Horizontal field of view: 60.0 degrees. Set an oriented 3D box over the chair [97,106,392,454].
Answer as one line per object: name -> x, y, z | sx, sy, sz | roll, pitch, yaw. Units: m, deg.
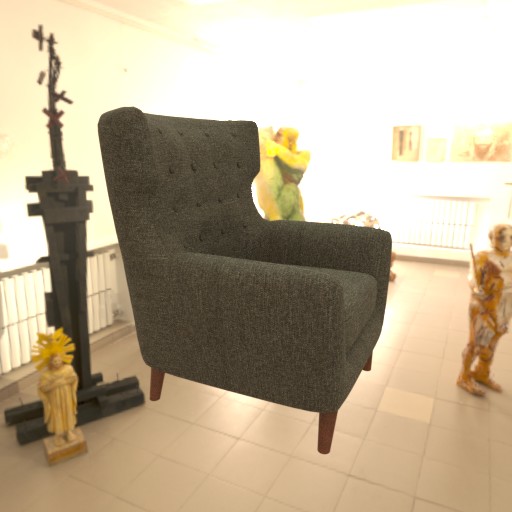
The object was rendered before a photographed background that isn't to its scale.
chair -> 0.000, 0.000, 1.719 | 0.904, 1.063, 0.878 | 7, 15, 26
